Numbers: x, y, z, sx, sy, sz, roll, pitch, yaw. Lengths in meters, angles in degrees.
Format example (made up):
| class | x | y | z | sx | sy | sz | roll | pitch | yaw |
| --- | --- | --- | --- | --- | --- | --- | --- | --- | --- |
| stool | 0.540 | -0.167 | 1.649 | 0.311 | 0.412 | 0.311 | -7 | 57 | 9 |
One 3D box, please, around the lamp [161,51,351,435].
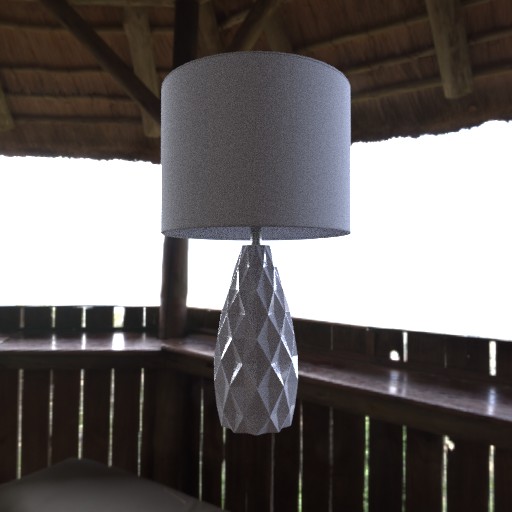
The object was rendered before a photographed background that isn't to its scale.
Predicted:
| class | x | y | z | sx | sy | sz | roll | pitch | yaw |
| --- | --- | --- | --- | --- | --- | --- | --- | --- | --- |
| lamp | 0.000 | 0.000 | 0.704 | 0.297 | 0.522 | 0.297 | 0 | -2 | 0 |
